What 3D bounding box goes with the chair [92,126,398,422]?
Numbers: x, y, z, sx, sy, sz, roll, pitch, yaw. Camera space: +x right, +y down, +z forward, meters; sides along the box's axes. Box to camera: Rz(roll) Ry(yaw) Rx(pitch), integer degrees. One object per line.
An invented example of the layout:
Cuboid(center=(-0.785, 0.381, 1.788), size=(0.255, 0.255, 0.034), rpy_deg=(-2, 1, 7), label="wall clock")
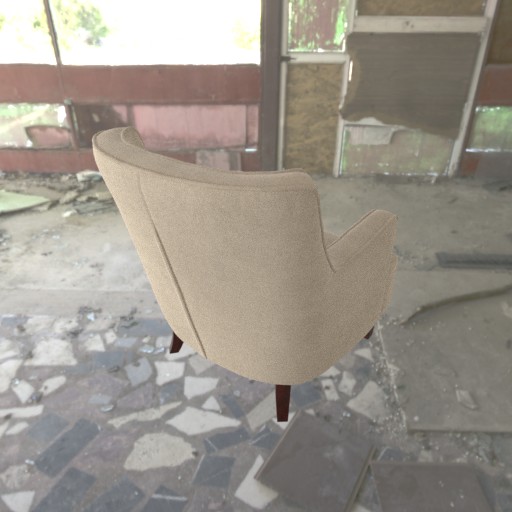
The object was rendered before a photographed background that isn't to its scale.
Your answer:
Cuboid(center=(0.000, 0.000, 1.592), size=(0.781, 0.920, 0.910), rpy_deg=(22, 37, 32), label="chair")
